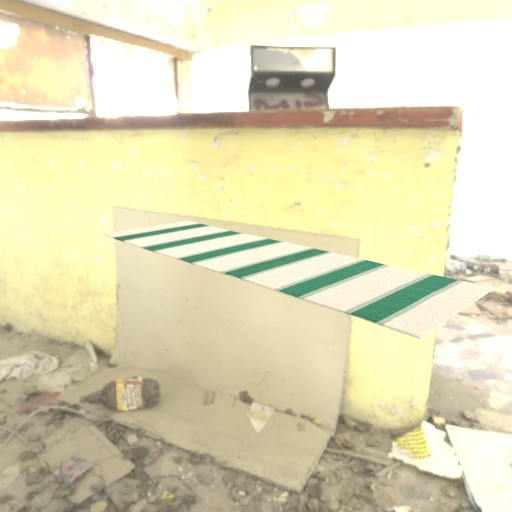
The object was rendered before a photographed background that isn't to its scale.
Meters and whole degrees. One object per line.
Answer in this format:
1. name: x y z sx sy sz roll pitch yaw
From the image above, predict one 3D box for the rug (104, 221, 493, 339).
1. rug: 0.000 0.000 2.684 0.768 0.012 2.438 -14 21 -43
